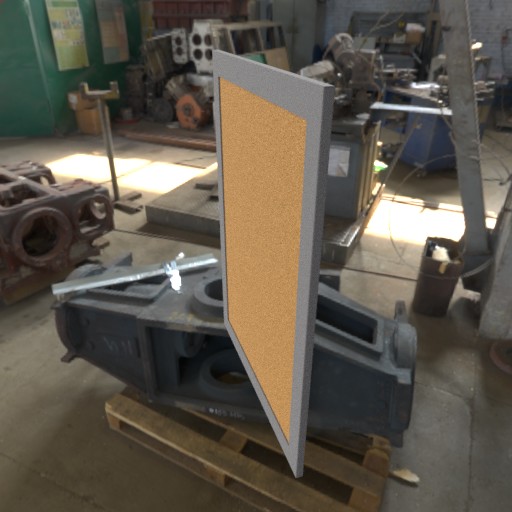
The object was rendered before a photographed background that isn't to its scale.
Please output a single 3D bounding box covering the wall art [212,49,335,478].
[{"bbox_3d":[0.000,0.000,0.658,0.012,0.529,0.374,-10,31,-17],"label":"wall art"}]
